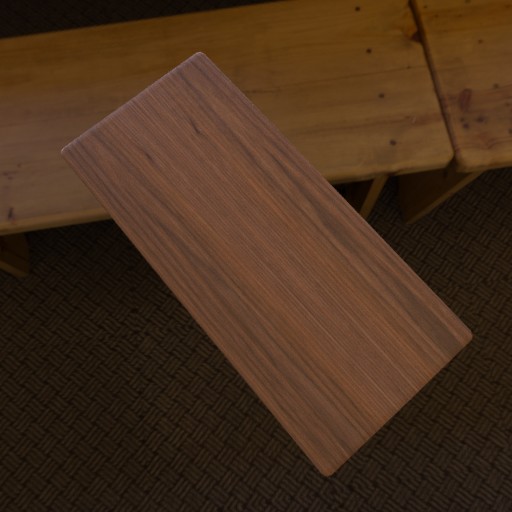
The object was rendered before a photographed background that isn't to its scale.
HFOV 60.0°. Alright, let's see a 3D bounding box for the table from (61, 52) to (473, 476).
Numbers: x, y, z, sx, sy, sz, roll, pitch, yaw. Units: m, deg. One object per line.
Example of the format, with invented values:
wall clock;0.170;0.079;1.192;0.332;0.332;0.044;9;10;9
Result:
table;0.000;0.000;1.688;0.637;0.468;1.375;-40;79;-9
